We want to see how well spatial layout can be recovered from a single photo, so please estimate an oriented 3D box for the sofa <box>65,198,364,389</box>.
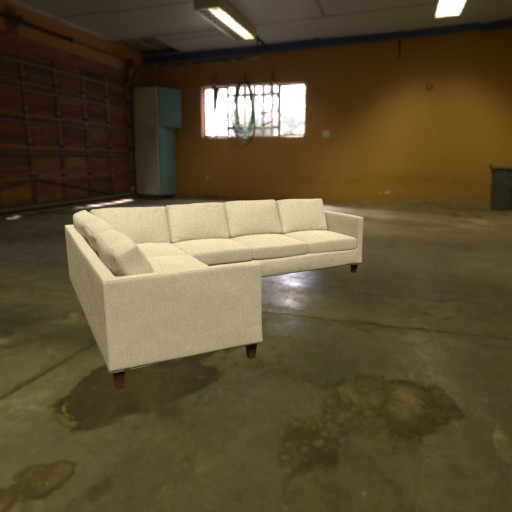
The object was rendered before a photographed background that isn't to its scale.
[{"bbox_3d":[0.000,0.000,4.262,3.182,0.863,2.432,-6,14,-27],"label":"sofa"}]
